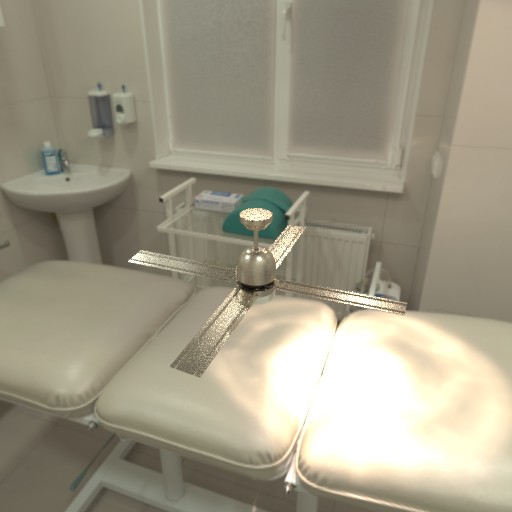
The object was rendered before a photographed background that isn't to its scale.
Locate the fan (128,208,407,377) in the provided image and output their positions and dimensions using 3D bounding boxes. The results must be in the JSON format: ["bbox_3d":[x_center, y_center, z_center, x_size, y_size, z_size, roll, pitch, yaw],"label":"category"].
[{"bbox_3d":[0.000,0.000,2.013,1.346,0.406,1.346,9,29,17],"label":"fan"}]
